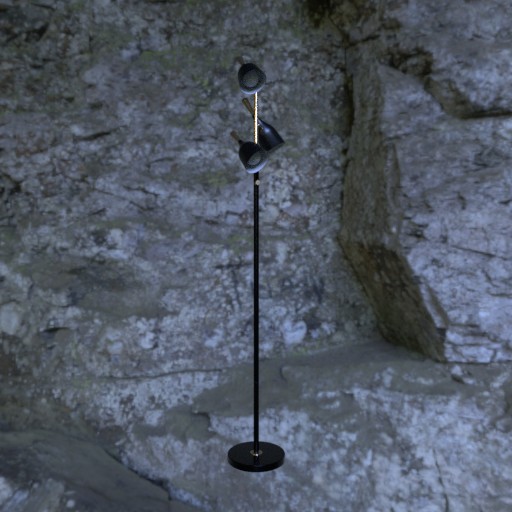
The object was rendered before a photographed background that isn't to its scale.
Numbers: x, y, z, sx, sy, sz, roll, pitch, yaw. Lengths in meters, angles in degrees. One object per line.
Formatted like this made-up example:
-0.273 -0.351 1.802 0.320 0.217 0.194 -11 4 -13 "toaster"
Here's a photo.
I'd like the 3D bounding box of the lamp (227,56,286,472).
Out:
0.000 0.000 1.950 0.253 1.778 0.434 0 -1 19 "lamp"
